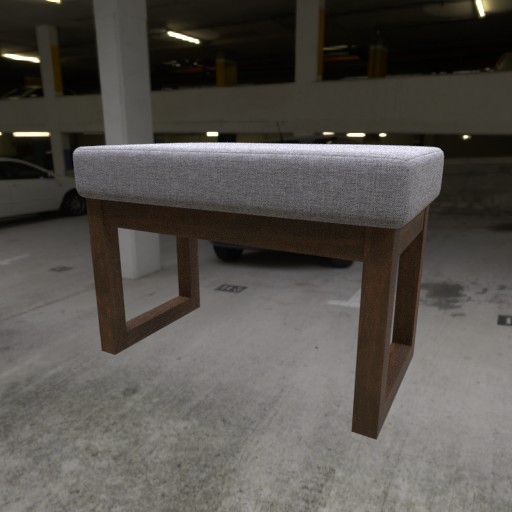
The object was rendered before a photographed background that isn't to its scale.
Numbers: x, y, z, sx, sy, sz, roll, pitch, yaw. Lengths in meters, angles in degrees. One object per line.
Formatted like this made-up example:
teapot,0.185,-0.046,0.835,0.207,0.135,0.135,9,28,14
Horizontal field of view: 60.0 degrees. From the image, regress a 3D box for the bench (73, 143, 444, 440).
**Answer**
bench,0.000,0.000,0.964,0.681,0.467,0.366,9,18,28
